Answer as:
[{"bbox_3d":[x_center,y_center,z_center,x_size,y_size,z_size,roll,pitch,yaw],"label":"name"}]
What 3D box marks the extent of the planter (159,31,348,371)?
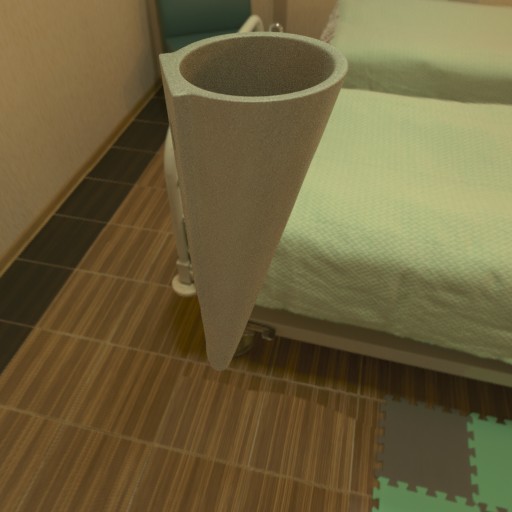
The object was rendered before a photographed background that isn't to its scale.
[{"bbox_3d":[0.000,0.000,0.221,0.064,0.191,0.057,-11,47,-11],"label":"planter"}]
